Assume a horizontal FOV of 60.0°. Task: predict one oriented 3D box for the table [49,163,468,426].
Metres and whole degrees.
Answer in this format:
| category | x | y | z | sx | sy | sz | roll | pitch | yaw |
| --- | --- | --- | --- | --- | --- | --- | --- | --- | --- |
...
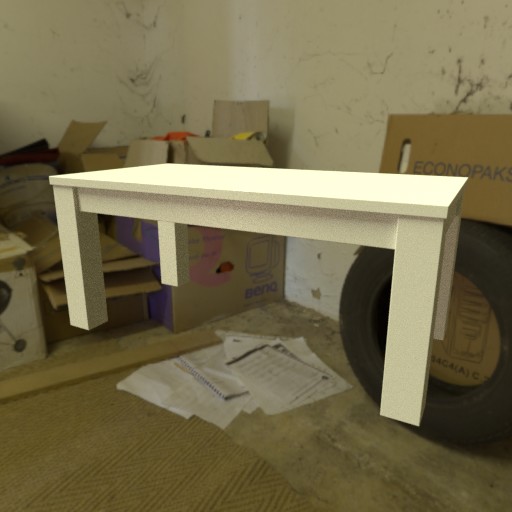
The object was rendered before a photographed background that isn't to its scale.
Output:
| category | x | y | z | sx | sy | sz | roll | pitch | yaw |
| --- | --- | --- | --- | --- | --- | --- | --- | --- | --- |
| table | 0.000 | 0.000 | 2.234 | 1.800 | 0.790 | 0.900 | 8 | 18 | 27 |
